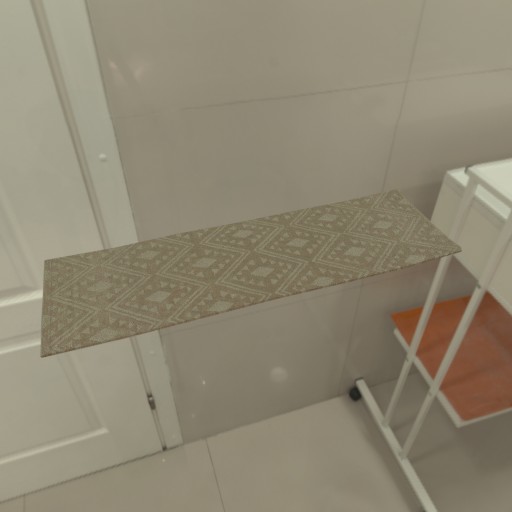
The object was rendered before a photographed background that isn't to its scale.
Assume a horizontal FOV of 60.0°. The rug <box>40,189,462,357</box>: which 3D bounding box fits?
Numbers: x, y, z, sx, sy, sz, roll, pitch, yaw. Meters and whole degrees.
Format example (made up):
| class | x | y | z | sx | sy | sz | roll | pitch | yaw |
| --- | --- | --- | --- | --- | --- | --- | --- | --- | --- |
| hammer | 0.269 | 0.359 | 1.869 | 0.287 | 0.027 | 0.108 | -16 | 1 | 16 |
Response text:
| class | x | y | z | sx | sy | sz | roll | pitch | yaw |
| --- | --- | --- | --- | --- | --- | --- | --- | --- | --- |
| rug | 0.000 | 0.000 | 2.707 | 2.452 | 0.051 | 0.752 | -12 | 42 | -14 |
